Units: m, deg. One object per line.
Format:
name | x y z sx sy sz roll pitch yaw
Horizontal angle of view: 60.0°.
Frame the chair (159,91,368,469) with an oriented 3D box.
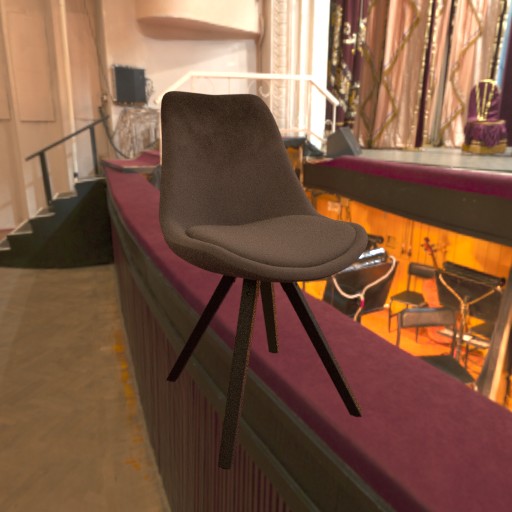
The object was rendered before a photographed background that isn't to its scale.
chair | 0.000 0.000 1.178 0.476 0.850 0.550 -9 18 -28
